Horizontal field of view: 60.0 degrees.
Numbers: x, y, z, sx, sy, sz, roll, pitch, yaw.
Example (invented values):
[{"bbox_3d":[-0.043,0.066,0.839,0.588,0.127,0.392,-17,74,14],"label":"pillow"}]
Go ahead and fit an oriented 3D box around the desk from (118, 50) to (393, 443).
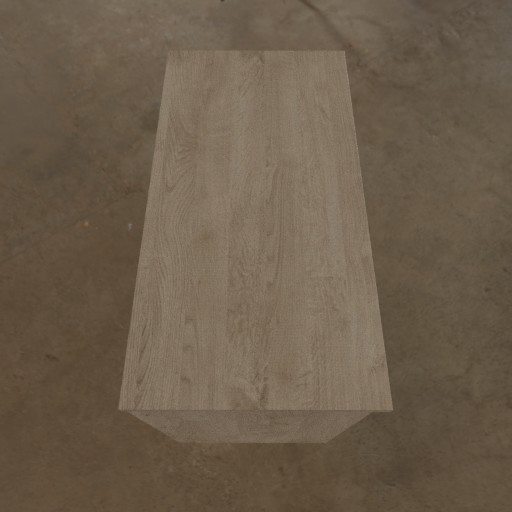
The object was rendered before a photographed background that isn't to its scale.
[{"bbox_3d":[0.000,0.000,1.480,0.560,0.730,1.096,0,62,0],"label":"desk"}]
